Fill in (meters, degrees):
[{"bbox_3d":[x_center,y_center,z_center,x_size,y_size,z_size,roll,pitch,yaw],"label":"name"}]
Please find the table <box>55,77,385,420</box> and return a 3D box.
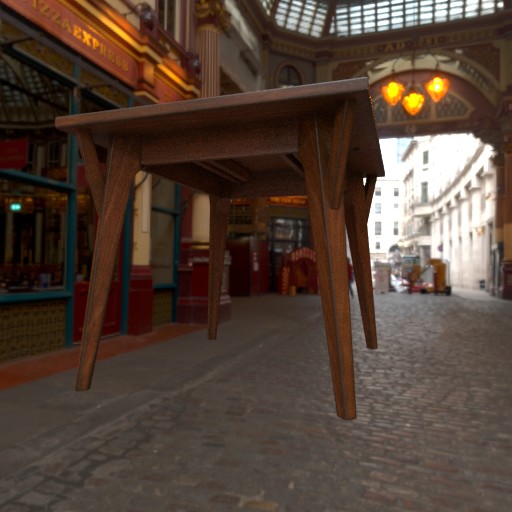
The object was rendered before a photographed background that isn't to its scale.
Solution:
[{"bbox_3d":[0.000,0.000,1.551,0.838,0.761,0.991,0,-1,18],"label":"table"}]
